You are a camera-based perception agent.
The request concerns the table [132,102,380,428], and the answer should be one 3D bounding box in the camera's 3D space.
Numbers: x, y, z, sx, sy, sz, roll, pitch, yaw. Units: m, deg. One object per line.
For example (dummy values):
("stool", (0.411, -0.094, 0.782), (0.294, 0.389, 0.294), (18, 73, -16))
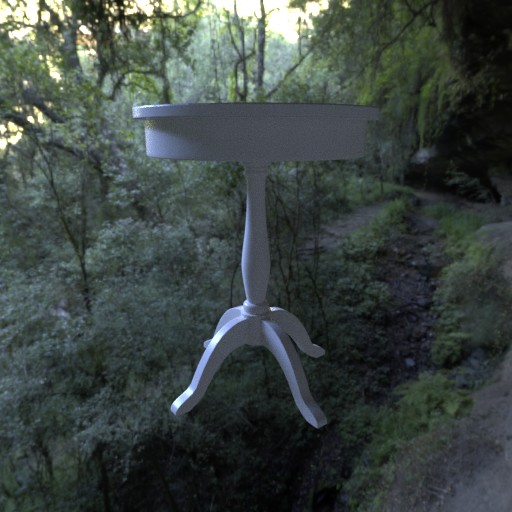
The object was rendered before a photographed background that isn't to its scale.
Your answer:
("table", (0.000, 0.000, 1.037), (0.513, 0.653, 0.513), (0, 16, 0))
